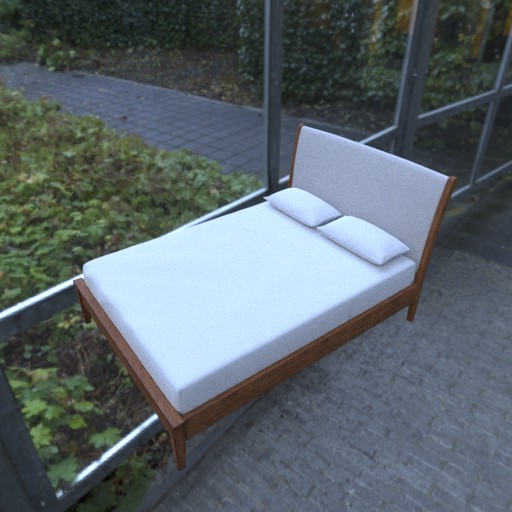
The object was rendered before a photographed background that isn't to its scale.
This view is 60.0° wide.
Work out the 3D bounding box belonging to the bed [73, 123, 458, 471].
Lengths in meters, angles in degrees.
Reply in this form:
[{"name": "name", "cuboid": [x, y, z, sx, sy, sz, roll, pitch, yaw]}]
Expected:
[{"name": "bed", "cuboid": [0.000, 0.000, 3.045, 2.108, 1.135, 1.502, -22, 39, -30]}]
